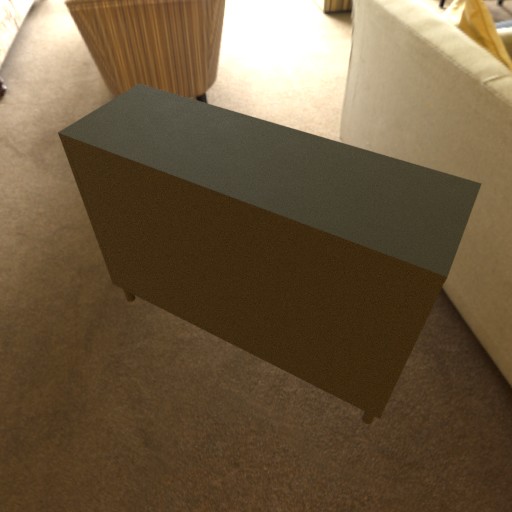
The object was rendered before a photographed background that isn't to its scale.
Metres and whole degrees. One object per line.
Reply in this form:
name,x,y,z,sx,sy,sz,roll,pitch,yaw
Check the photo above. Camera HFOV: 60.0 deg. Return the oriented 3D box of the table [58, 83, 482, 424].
table,0.000,0.000,1.608,1.200,0.855,0.400,23,50,20
